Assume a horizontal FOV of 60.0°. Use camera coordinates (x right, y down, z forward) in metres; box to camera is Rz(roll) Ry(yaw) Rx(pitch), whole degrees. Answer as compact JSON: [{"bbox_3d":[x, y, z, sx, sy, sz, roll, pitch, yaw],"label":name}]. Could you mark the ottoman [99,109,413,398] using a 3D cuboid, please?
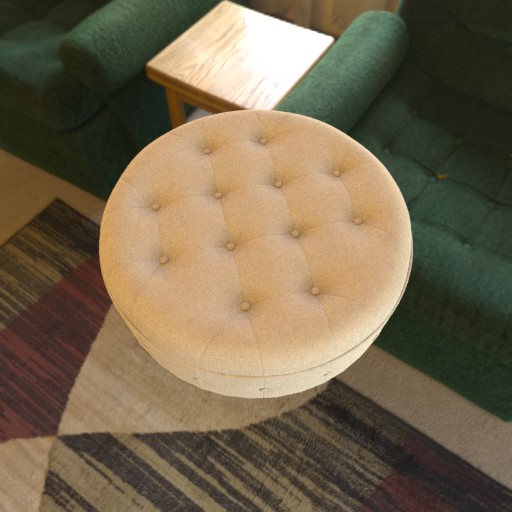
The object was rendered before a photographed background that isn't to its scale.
[{"bbox_3d":[0.000,0.000,1.358,0.849,0.478,0.849,0,59,0],"label":"ottoman"}]
